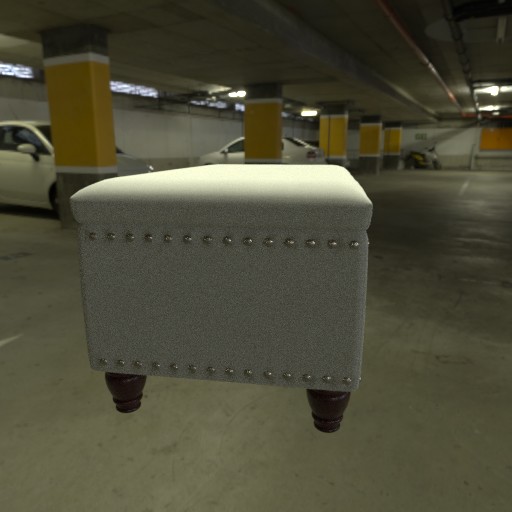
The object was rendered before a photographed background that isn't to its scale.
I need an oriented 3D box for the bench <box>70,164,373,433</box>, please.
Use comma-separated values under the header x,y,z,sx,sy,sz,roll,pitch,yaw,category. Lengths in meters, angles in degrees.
x,y,z,sx,sy,sz,roll,pitch,yaw,category
0.000,0.000,1.173,0.500,0.449,0.887,2,14,9,bench
